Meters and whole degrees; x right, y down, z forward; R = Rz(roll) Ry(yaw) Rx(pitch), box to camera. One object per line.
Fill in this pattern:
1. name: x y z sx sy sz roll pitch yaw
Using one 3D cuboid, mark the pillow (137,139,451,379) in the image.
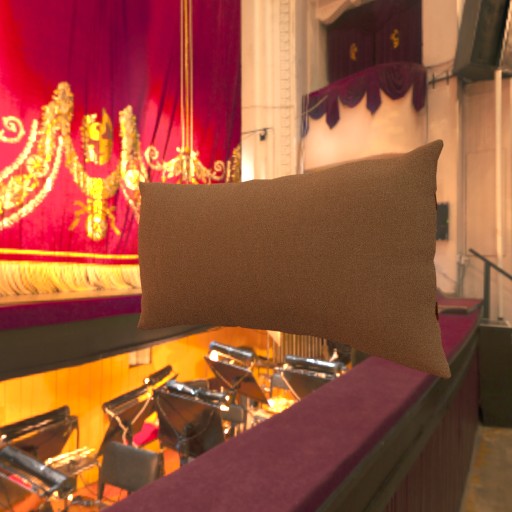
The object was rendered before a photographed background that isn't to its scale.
1. pillow: 0.000 0.000 0.739 0.612 0.308 0.148 0 0 37
